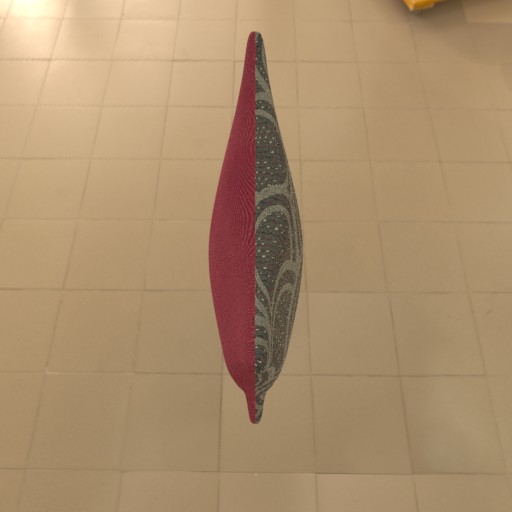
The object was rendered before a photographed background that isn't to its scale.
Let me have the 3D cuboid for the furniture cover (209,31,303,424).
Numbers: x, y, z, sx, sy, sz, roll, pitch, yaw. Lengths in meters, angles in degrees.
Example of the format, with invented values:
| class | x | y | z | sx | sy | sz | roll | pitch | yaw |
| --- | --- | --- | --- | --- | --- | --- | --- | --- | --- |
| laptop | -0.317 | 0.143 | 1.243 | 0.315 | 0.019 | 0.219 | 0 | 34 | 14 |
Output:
| class | x | y | z | sx | sy | sz | roll | pitch | yaw |
| --- | --- | --- | --- | --- | --- | --- | --- | --- | --- |
| furniture cover | 0.000 | 0.000 | 0.790 | 0.163 | 0.513 | 0.514 | 0 | 64 | 0 |
